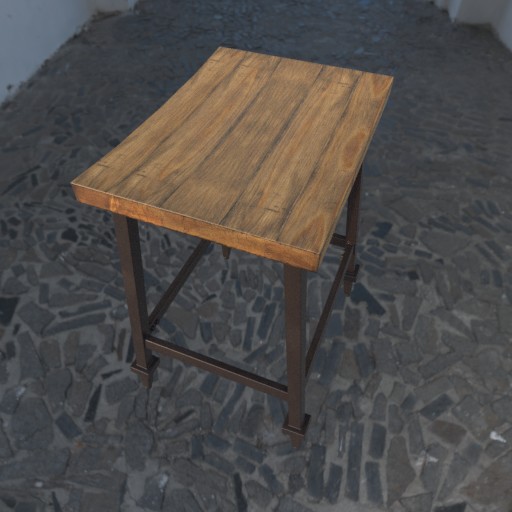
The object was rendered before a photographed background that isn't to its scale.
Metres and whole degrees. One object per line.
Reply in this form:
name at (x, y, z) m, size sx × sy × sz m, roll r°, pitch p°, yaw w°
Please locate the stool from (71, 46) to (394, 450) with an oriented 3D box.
stool at (0.000, 0.000, 0.926) m, size 0.405 × 0.625 × 0.486 m, roll 17°, pitch 50°, yaw 15°
